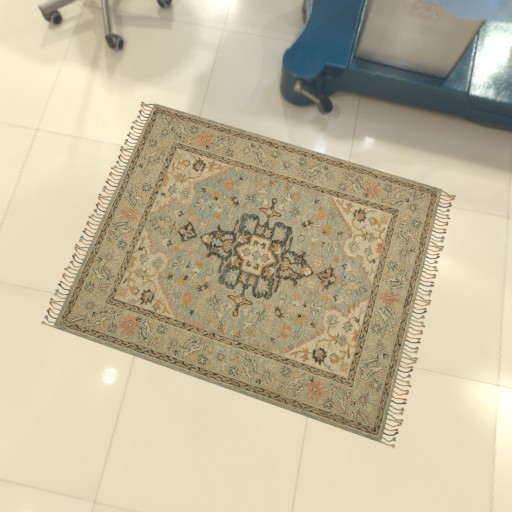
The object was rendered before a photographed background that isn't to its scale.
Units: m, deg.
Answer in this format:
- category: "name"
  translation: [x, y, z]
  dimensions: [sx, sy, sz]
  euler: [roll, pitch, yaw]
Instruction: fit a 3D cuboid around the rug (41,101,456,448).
- category: "rug"
  translation: [0.000, 0.000, 2.177]
  dimensions: [1.730, 0.009, 1.278]
  euler: [18, 75, 5]
